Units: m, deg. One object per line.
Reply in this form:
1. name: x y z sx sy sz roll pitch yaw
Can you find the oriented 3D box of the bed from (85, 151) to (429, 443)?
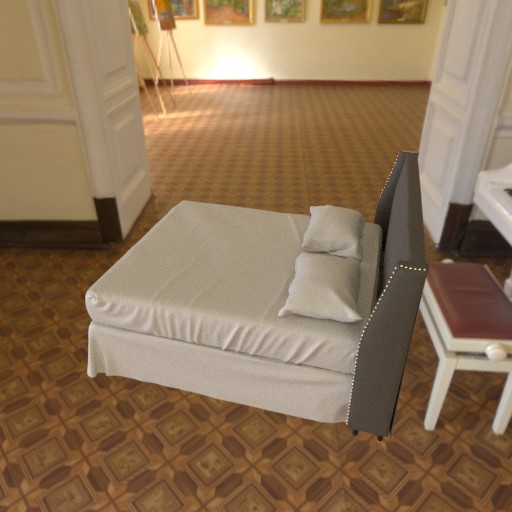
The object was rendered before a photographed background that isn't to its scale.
1. bed: 0.000 0.000 3.478 2.276 1.332 1.925 8 32 14
